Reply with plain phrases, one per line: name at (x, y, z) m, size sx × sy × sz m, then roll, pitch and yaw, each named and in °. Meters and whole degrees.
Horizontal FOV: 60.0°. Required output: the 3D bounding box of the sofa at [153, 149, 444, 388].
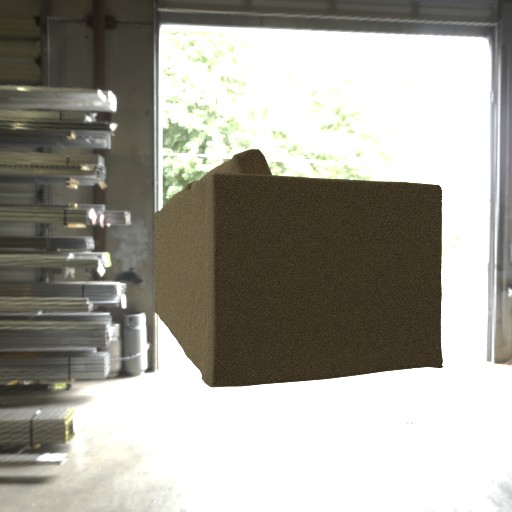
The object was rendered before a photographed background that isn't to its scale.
sofa at (0.000, 0.000, 2.489) m, size 0.962 × 0.835 × 1.959 m, roll 0°, pitch 1°, yaw -18°
